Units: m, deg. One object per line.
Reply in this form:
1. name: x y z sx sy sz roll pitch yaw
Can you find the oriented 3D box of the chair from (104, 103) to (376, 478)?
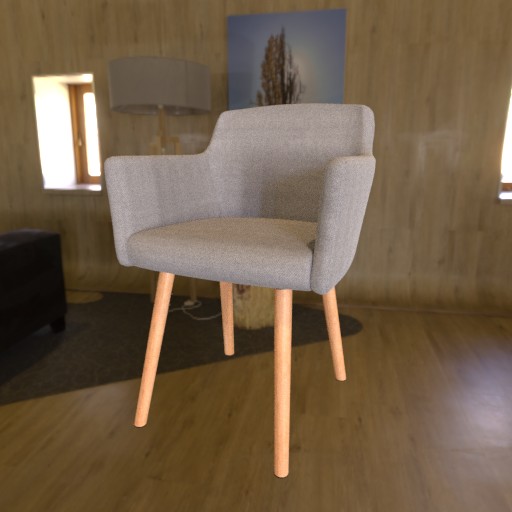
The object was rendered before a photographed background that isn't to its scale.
1. chair: 0.000 0.000 1.133 0.570 0.780 0.540 6 15 26
